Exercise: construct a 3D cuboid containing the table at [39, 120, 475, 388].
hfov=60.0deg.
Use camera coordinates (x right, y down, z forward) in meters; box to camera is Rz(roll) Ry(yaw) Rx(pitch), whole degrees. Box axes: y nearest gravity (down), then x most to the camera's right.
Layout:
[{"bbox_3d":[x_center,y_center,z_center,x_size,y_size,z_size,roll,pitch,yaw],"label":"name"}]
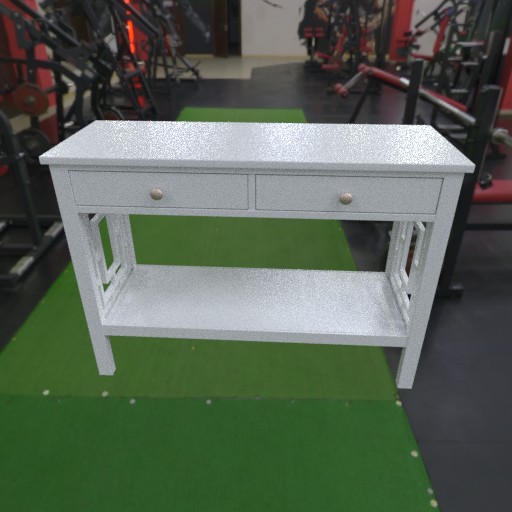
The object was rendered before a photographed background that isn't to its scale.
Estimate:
[{"bbox_3d":[0.000,0.000,1.431,1.068,0.753,0.397,2,30,3],"label":"table"}]
